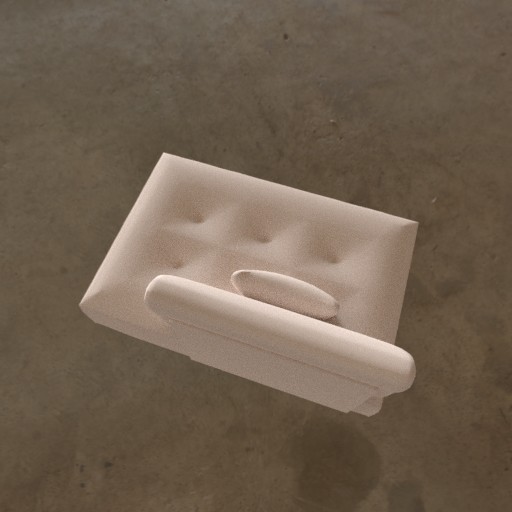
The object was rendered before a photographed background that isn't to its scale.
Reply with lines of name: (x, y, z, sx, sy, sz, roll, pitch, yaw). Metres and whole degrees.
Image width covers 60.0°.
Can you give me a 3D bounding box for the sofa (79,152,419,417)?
sofa: (0.000, 0.000, 2.106, 1.450, 0.820, 1.000, 17, 64, 8)
